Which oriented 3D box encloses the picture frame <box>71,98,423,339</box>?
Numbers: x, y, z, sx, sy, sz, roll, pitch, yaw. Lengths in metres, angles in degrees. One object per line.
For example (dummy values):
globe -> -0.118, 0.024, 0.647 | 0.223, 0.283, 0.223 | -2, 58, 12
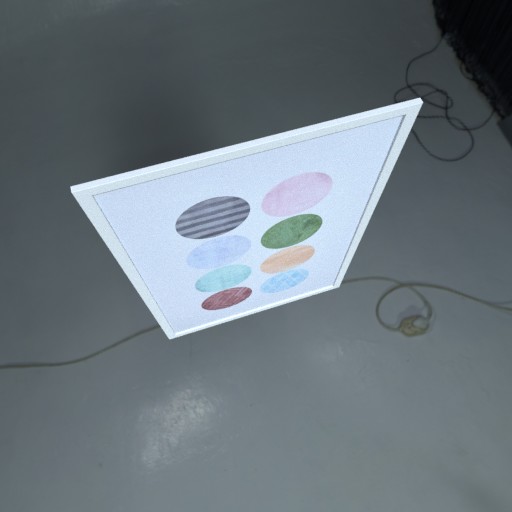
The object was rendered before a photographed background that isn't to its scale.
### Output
picture frame -> 0.000, 0.000, 1.218 | 0.659, 0.940, 0.013 | -16, 65, -8
